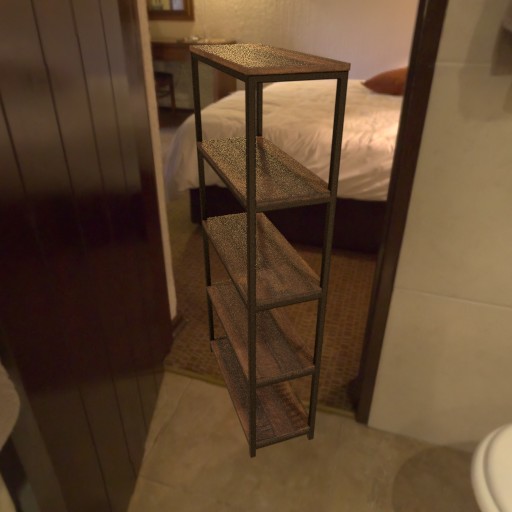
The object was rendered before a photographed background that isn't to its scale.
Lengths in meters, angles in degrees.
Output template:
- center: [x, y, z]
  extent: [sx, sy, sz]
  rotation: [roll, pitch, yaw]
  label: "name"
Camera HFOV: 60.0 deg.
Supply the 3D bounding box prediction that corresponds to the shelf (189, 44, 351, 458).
- center: [0.000, 0.000, 2.225]
  extent: [0.359, 1.860, 0.874]
  rotation: [-10, 31, -16]
  label: "shelf"
